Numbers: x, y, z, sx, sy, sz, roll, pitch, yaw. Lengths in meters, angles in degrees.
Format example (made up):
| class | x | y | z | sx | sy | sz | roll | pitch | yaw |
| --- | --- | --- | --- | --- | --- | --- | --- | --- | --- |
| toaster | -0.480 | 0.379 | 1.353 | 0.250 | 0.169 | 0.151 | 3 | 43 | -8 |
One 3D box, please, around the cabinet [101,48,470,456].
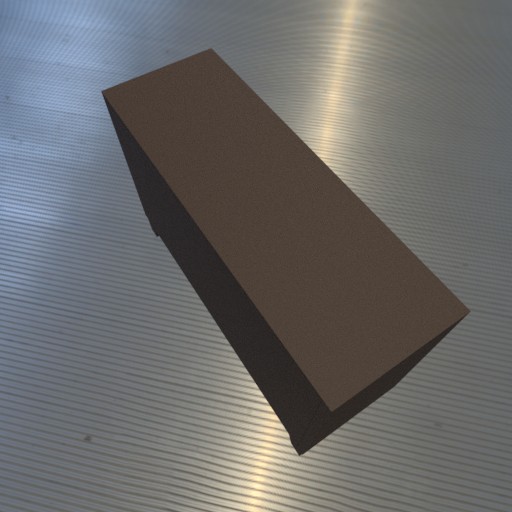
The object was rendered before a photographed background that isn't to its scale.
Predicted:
| class | x | y | z | sx | sy | sz | roll | pitch | yaw |
| --- | --- | --- | --- | --- | --- | --- | --- | --- | --- |
| cabinet | 0.000 | 0.000 | 1.831 | 0.482 | 0.914 | 1.396 | -29 | 63 | -16 |
